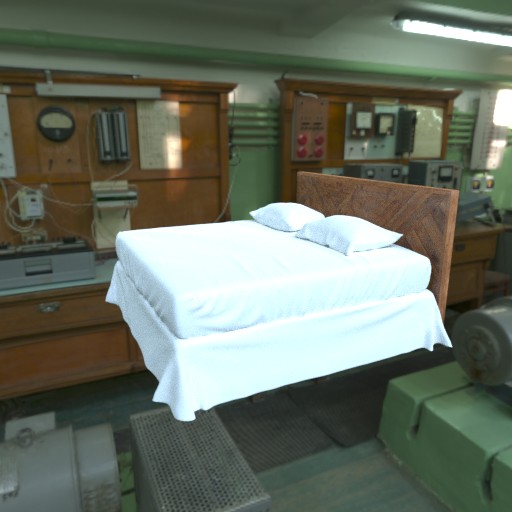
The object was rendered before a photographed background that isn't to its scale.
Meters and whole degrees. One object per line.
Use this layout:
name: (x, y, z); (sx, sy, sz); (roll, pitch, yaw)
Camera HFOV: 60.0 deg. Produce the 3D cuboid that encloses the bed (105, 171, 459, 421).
bed: (0.000, 0.000, 3.607); (2.165, 1.158, 2.255); (-7, 16, -25)
